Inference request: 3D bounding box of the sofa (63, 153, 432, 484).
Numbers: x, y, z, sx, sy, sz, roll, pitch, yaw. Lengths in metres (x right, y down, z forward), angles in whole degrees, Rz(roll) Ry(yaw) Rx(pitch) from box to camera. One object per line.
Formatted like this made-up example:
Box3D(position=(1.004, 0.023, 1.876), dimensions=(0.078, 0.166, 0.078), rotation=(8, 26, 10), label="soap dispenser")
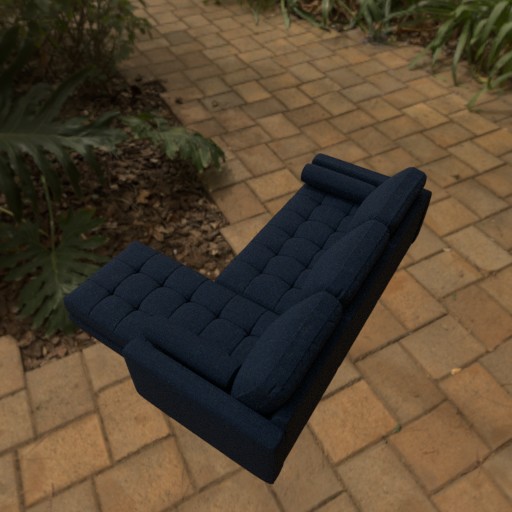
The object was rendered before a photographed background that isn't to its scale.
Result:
Box3D(position=(0.000, 0.000, 2.948), dimensions=(1.613, 0.841, 2.185), rotation=(25, 51, 22), label="sofa")
